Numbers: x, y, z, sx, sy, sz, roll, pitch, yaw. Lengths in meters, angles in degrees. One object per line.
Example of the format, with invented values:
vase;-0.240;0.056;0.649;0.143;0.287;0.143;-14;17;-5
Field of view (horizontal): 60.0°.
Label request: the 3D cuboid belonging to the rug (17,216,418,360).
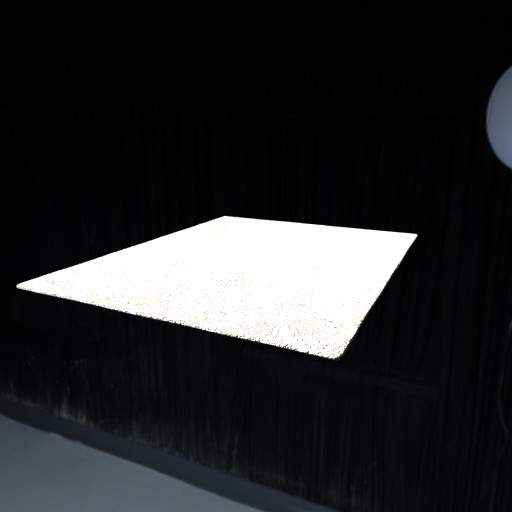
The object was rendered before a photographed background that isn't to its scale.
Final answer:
rug;0.000;0.000;4.041;2.438;0.029;3.047;8;17;25
